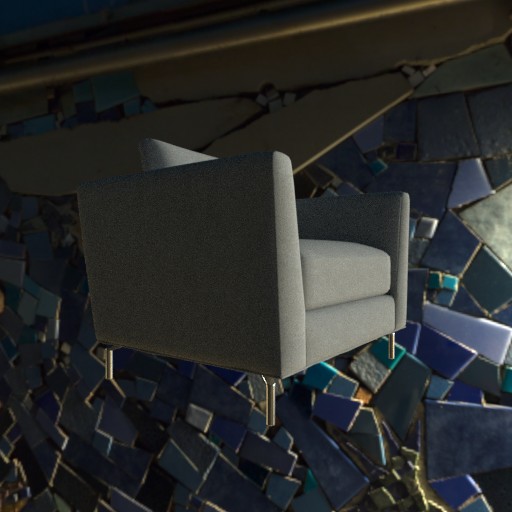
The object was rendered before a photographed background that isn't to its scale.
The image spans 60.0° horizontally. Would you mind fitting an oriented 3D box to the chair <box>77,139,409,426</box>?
[{"bbox_3d":[0.000,0.000,1.735,0.889,0.864,1.041,0,1,37],"label":"chair"}]
